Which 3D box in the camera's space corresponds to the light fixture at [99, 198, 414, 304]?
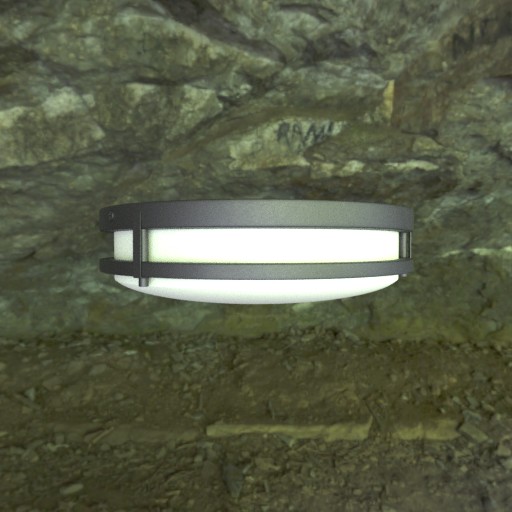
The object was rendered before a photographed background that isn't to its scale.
[{"bbox_3d":[0.000,0.000,0.530,0.356,0.102,0.356,0,2,0],"label":"light fixture"}]
